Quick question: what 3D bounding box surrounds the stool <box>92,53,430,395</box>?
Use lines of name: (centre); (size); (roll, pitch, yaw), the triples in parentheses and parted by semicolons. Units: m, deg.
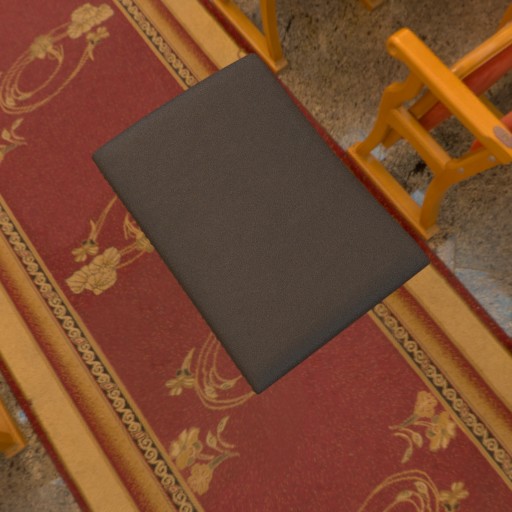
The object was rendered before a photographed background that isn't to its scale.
stool: (0.000, 0.000, 0.954); (0.353, 0.664, 0.490); (-35, 79, -8)
